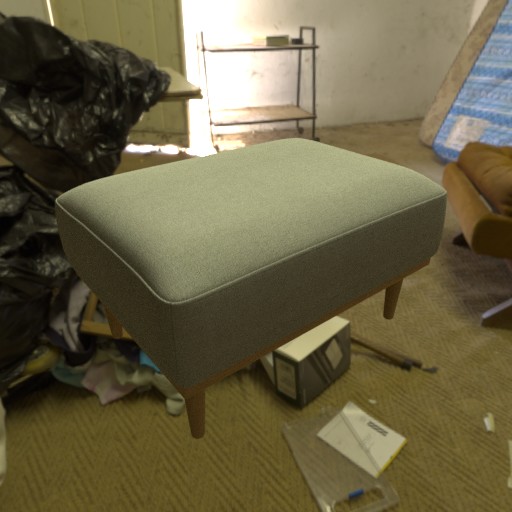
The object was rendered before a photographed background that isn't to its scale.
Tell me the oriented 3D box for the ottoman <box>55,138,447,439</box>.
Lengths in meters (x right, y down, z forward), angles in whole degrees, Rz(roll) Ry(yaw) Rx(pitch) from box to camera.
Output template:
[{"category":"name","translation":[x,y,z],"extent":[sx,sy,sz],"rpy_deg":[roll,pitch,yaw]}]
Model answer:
[{"category":"ottoman","translation":[0.000,0.000,1.069],"extent":[0.749,0.428,0.549],"rpy_deg":[-21,36,-33]}]
